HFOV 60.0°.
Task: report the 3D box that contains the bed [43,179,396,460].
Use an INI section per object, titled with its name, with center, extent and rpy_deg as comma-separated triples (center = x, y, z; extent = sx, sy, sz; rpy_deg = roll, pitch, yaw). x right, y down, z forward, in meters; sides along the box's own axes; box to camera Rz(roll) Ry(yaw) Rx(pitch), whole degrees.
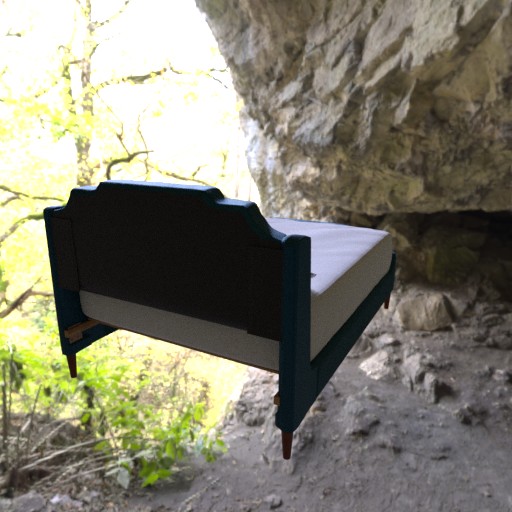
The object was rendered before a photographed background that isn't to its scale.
[bed]
center = 0.000, 0.000, 3.371
extent = 1.678, 1.338, 2.322
rpy_deg = 9, 19, 27
